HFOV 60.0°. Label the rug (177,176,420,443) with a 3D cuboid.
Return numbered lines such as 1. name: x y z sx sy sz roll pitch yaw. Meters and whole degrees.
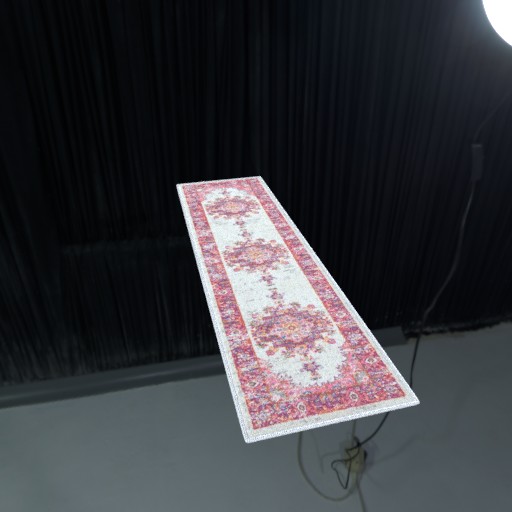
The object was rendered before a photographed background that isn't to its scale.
1. rug: 0.000 0.000 2.504 0.666 0.011 2.294 -8 33 -12
